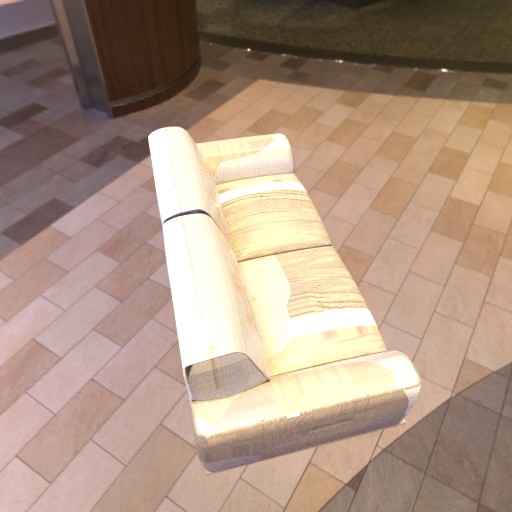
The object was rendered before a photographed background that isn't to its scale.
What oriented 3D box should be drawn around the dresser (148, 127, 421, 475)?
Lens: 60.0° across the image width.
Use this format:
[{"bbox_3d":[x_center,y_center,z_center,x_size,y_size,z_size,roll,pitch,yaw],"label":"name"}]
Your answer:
[{"bbox_3d":[0.000,0.000,5.745,2.251,1.863,4.679,-10,47,-10],"label":"dresser"}]
